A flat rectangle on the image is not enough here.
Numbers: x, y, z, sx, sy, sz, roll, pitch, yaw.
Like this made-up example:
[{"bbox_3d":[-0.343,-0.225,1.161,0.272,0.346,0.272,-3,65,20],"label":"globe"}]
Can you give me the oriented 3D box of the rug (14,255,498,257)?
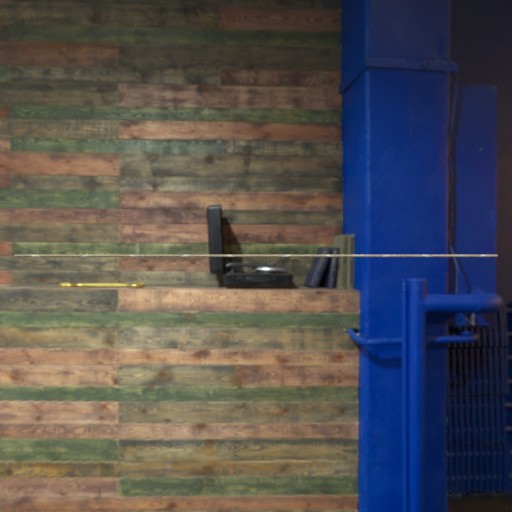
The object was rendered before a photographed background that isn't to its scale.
[{"bbox_3d":[0.000,0.000,2.709,2.134,0.010,1.524,0,0,0],"label":"rug"}]
